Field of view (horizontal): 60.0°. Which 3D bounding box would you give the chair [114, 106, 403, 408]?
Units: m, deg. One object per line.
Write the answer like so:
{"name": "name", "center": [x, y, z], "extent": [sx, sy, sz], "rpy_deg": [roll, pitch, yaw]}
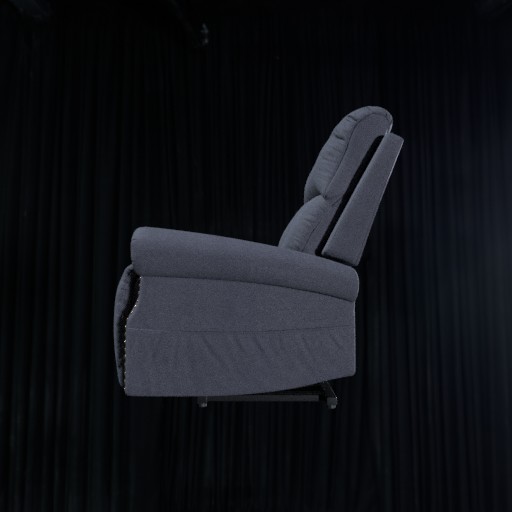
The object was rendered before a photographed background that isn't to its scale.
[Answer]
{"name": "chair", "center": [0.000, 0.000, 1.777], "extent": [0.979, 1.031, 0.871], "rpy_deg": [0, -2, 0]}
